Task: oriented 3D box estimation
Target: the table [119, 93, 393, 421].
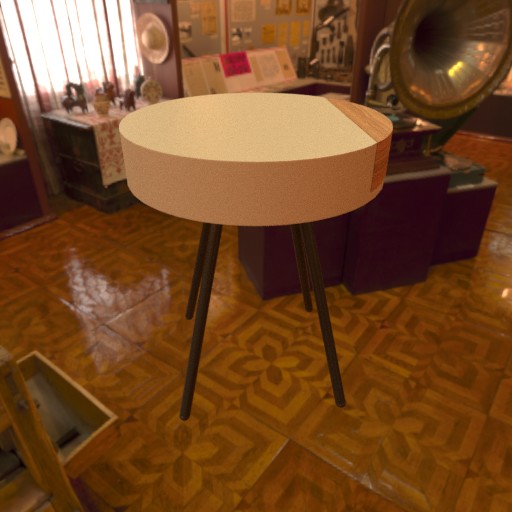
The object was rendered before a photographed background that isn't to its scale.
[{"bbox_3d":[0.000,0.000,0.859,0.450,0.525,0.450,0,31,0],"label":"table"}]
